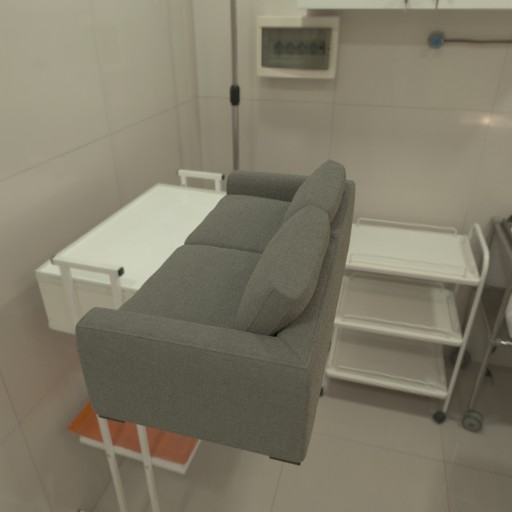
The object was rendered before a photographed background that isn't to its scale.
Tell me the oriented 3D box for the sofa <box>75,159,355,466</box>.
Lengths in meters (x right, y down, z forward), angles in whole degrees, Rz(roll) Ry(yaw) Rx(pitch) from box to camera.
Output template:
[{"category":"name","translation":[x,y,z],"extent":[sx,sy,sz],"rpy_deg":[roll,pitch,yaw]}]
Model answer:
[{"category":"sofa","translation":[0.000,0.000,2.793],"extent":[1.070,0.801,2.262],"rpy_deg":[8,30,13]}]
